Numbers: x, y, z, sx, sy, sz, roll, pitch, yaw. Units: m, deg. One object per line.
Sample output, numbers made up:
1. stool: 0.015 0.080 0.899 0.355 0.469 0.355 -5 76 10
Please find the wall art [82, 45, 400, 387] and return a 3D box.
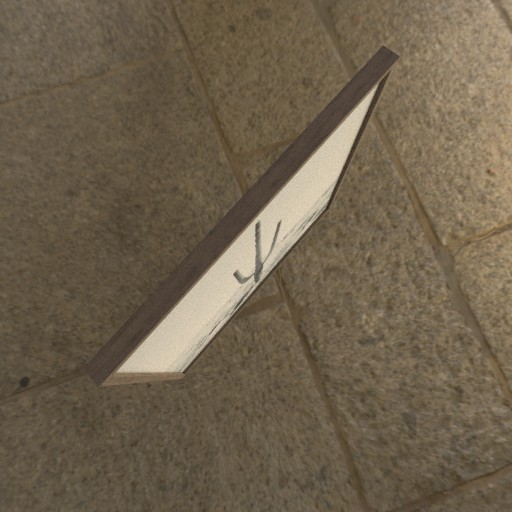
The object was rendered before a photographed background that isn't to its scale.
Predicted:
1. wall art: 0.000 0.000 1.107 0.038 0.762 0.762 40 79 9
